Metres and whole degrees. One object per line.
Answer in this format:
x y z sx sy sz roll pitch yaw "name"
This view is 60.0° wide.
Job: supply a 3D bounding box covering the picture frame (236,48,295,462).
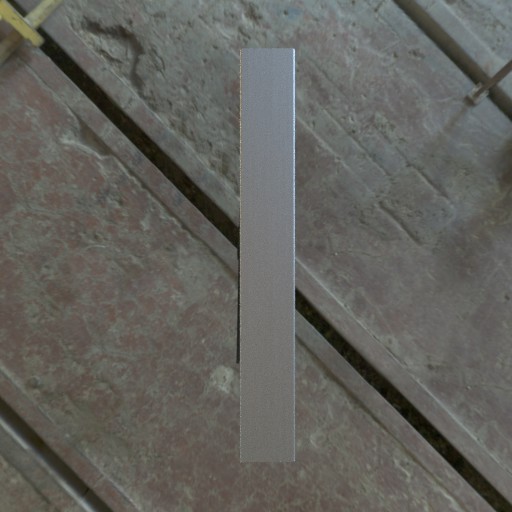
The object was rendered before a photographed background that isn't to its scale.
0.000 0.000 0.272 0.028 0.208 0.157 0 90 0 "picture frame"
